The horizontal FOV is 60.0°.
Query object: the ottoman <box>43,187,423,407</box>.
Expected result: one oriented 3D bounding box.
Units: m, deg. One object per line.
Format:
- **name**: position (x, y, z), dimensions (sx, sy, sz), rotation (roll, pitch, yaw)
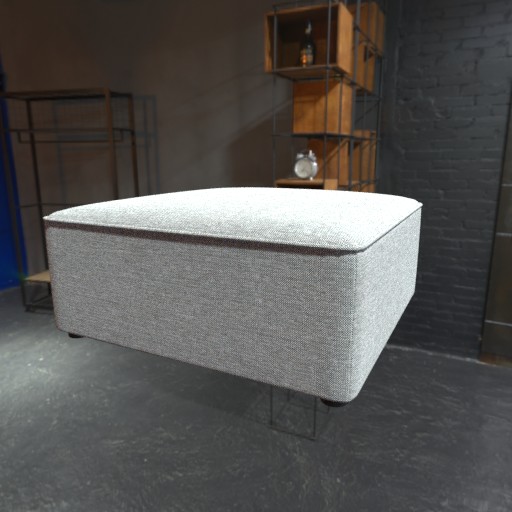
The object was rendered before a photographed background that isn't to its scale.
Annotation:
- **ottoman**: position (0.000, 0.000, 1.611), dimensions (1.005, 0.455, 1.005), rotation (7, 15, 27)
